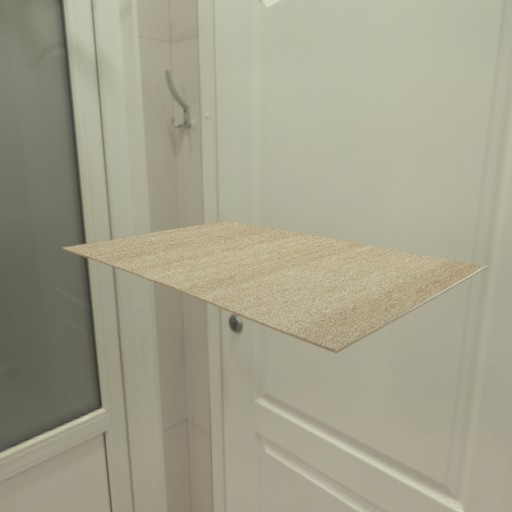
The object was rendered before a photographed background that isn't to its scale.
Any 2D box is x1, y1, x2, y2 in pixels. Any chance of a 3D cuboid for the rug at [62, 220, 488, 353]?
[{"bbox_3d":[0.000,0.000,2.892,2.346,0.029,1.574,14,19,43],"label":"rug"}]
